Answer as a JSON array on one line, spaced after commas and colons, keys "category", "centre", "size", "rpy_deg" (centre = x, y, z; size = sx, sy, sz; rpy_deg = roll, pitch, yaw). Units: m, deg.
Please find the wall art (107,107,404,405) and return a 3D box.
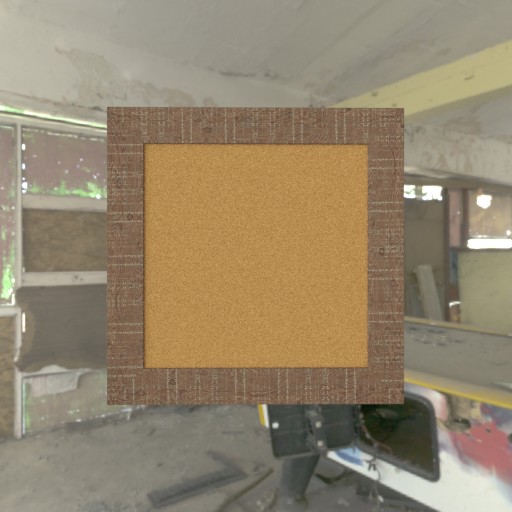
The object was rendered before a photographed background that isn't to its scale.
[{"category": "wall art", "centre": [0.000, 0.000, 0.806], "size": [0.531, 0.531, 0.029], "rpy_deg": [0, 0, -1]}]
